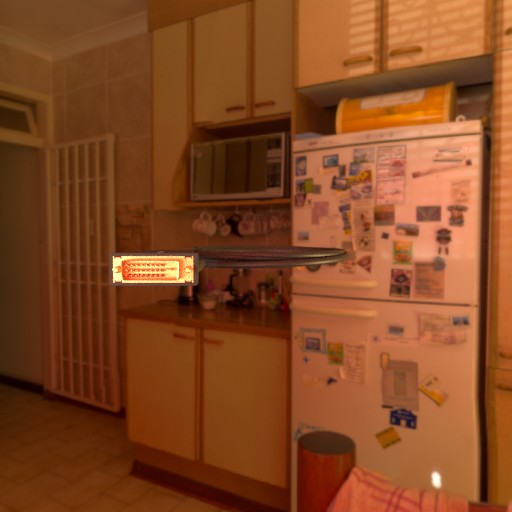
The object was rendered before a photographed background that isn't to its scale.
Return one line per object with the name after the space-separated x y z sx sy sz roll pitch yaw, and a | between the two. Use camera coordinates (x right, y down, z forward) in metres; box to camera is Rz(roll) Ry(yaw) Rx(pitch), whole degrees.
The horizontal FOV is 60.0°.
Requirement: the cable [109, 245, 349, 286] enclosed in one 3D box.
0.000 0.000 0.335 0.136 0.015 0.281 0 3 0 | cable
